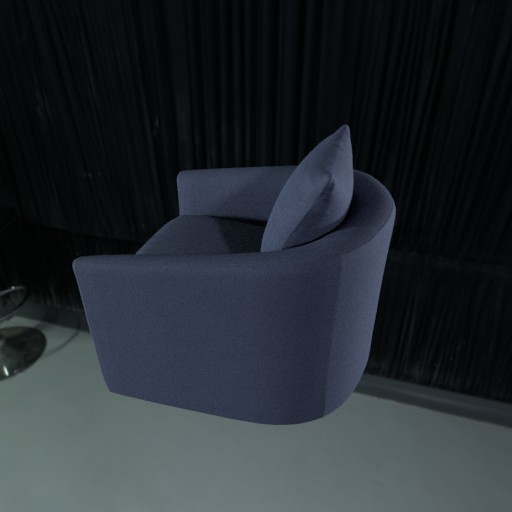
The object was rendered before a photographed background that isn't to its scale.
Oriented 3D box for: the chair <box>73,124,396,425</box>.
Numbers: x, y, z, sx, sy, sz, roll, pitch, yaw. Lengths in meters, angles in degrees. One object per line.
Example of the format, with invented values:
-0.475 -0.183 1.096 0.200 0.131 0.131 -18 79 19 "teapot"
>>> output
0.000 0.000 1.609 0.910 0.848 0.845 7 31 13 "chair"
